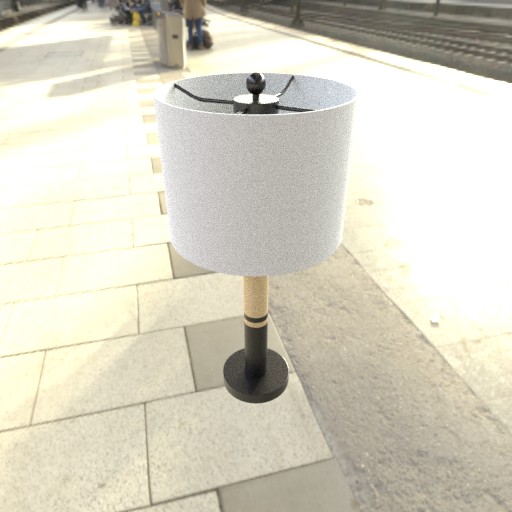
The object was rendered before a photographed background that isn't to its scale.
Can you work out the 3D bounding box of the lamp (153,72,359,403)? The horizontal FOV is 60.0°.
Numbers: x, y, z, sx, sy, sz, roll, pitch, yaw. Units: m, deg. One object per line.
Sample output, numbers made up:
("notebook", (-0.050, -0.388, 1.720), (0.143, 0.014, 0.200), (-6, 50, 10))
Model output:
("lamp", (0.000, 0.000, 0.825), (0.305, 0.640, 0.305), (-9, 33, -14))
